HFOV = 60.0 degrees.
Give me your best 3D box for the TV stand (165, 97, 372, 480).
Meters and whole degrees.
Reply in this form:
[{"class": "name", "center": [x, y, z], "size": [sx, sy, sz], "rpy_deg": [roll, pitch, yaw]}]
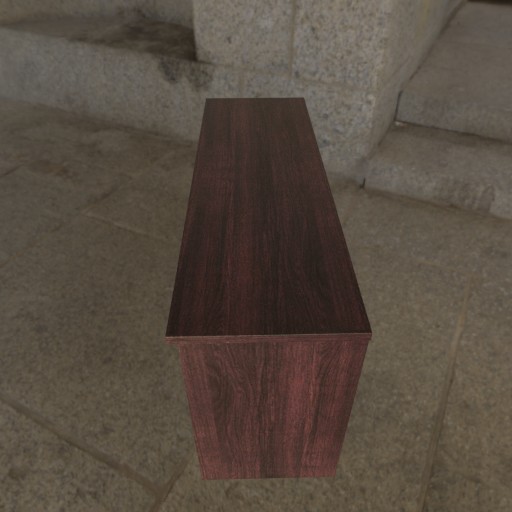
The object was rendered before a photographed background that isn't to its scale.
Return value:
[{"class": "TV stand", "center": [0.000, 0.000, 1.470], "size": [0.404, 0.614, 1.192], "rpy_deg": [-1, 40, -1]}]
